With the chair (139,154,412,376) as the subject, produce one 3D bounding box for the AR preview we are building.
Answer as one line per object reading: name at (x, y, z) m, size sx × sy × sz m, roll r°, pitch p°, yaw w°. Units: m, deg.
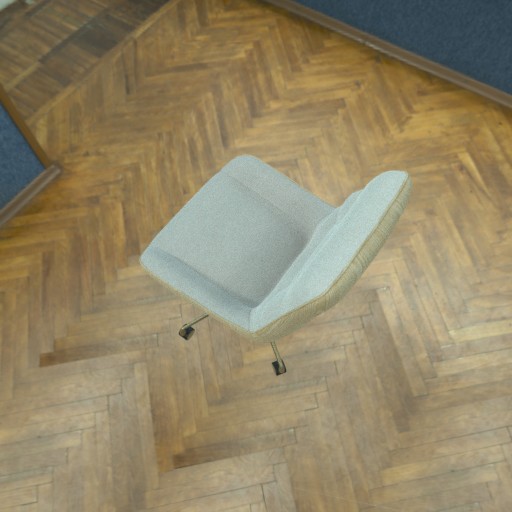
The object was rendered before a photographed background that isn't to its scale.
chair at (0.000, 0.000, 1.422) m, size 0.668 × 0.952 × 0.564 m, roll 33°, pitch 68°, yaw 15°
